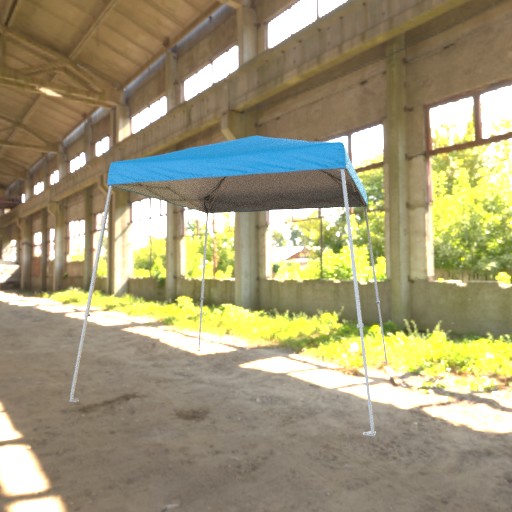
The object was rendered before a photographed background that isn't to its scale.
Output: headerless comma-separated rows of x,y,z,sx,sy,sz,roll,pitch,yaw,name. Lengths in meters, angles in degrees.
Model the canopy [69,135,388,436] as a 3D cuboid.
0.000,0.000,6.575,3.599,3.600,3.600,-1,-2,18,canopy
